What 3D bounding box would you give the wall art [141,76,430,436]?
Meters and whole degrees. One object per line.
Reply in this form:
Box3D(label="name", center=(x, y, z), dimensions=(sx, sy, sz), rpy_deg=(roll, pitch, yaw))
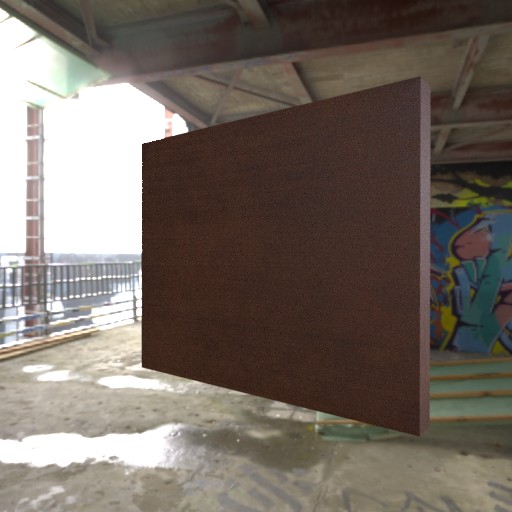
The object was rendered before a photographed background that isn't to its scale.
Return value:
Box3D(label="wall art", center=(0.000, 0.000, 0.538), dimensions=(0.401, 0.328, 0.030), rpy_deg=(0, 0, 38))
